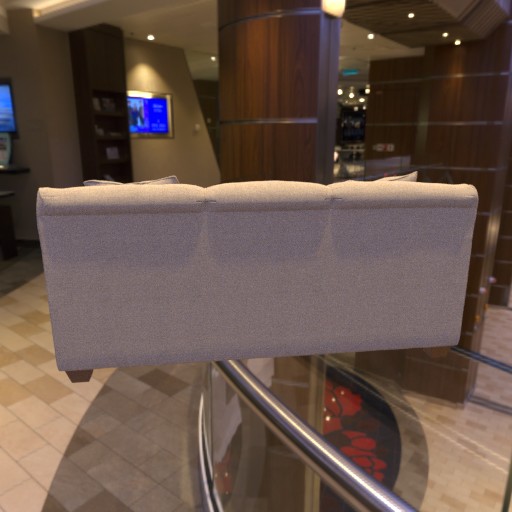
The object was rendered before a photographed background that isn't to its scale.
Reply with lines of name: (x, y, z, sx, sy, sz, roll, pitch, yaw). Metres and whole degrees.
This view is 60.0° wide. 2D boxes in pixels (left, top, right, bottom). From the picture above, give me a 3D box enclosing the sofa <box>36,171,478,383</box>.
sofa: (0.000, 0.000, 2.537, 2.024, 0.958, 0.997, -2, 15, -7)
